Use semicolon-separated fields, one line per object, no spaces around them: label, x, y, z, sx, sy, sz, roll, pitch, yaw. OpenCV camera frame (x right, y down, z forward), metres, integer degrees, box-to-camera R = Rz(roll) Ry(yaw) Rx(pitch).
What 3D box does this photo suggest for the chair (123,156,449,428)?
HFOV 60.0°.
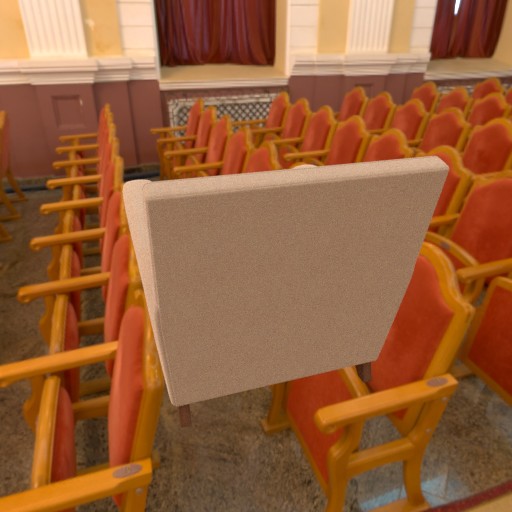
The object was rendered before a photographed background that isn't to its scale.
chair;0.000;0.000;1.579;0.840;0.846;0.871;-8;28;-16
